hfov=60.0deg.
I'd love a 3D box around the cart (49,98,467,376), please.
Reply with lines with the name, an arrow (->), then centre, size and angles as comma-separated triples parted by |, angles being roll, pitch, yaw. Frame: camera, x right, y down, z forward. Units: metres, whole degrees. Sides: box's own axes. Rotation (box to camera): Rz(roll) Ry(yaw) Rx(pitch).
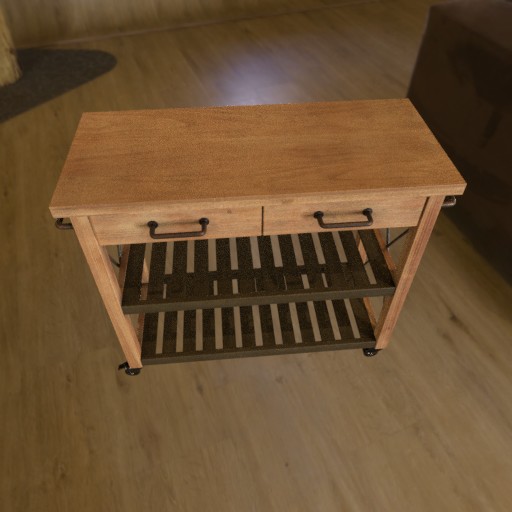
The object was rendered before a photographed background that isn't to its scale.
cart -> 0.000, 0.000, 0.975 | 0.686, 0.554, 0.298 | -4, 46, -4
